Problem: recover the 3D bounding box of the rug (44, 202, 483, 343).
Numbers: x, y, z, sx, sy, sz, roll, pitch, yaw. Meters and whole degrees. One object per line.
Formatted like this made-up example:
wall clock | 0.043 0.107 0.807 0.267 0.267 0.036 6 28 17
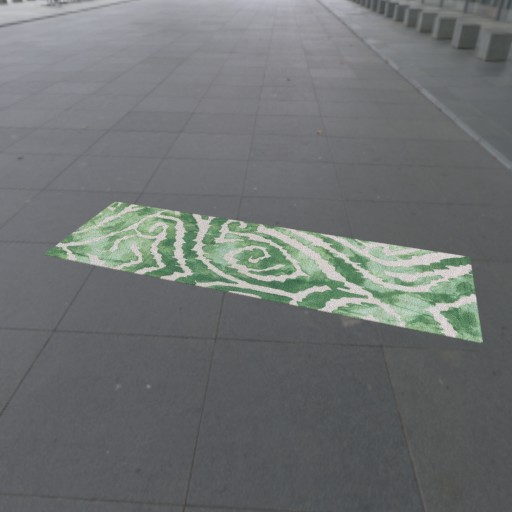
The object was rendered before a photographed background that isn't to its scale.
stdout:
rug | 0.000 0.000 2.657 2.438 0.006 0.761 10 34 15
